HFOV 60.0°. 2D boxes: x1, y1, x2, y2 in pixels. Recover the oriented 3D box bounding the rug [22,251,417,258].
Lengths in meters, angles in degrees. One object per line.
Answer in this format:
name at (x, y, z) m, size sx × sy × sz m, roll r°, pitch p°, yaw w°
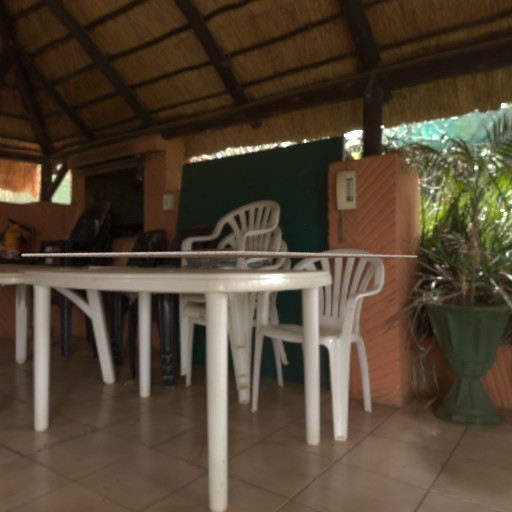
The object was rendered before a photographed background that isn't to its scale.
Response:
rug at (0.000, 0.000, 3.058) m, size 1.524 × 0.015 × 2.438 m, roll 0°, pitch -1°, yaw 35°
